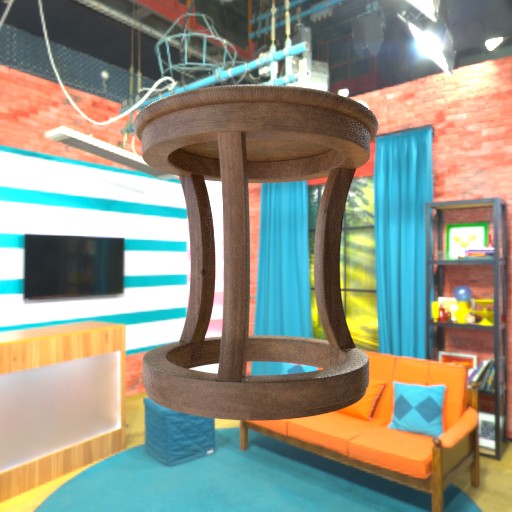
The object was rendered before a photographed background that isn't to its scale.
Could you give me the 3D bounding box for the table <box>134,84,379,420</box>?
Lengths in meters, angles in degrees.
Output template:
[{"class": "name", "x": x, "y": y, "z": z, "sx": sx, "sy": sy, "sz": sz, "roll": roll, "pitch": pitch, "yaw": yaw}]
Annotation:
[{"class": "table", "x": 0.000, "y": 0.000, "z": 0.808, "sx": 0.432, "sy": 0.460, "sz": 0.432, "roll": 0, "pitch": -1, "yaw": 0}]
